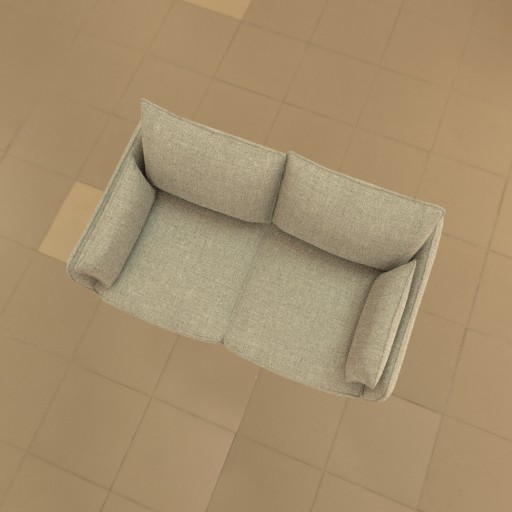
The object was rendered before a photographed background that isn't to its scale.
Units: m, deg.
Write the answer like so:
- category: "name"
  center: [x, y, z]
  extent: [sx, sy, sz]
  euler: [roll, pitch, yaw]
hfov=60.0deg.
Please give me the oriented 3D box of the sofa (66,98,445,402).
- category: "sofa"
  center: [0.000, 0.000, 2.178]
  extent: [1.580, 0.851, 0.972]
  euler: [21, 76, 6]
